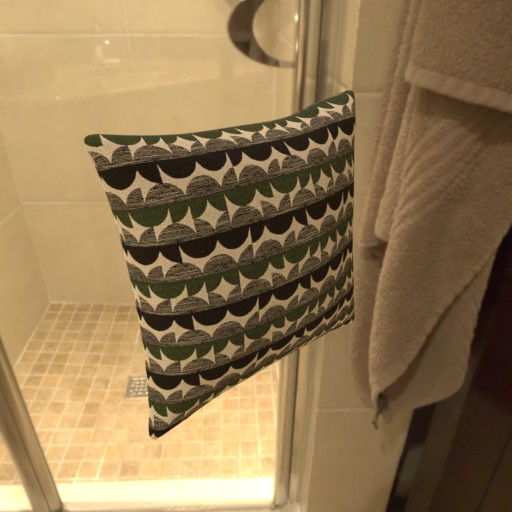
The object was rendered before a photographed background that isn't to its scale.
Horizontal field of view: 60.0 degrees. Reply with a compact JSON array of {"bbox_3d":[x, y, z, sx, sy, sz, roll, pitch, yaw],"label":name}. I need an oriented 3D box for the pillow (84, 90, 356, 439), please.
[{"bbox_3d":[0.000,0.000,0.638,0.419,0.404,0.180,-22,37,-33],"label":"pillow"}]
